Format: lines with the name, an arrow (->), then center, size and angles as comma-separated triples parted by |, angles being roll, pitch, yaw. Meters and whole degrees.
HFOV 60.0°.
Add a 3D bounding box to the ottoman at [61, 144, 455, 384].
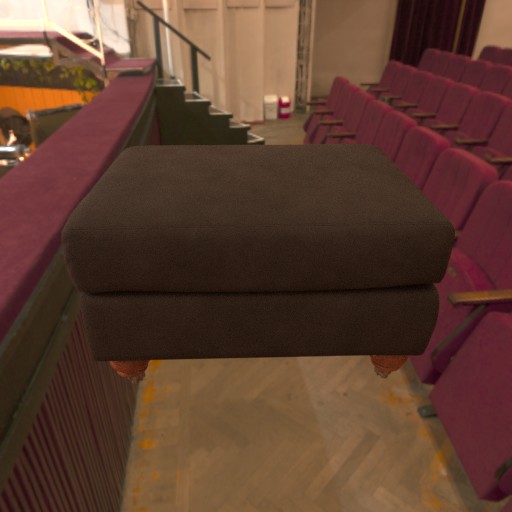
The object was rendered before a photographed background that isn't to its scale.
ottoman -> 0.000, 0.000, 1.156 | 0.773, 0.497, 0.574 | -1, 29, -2
